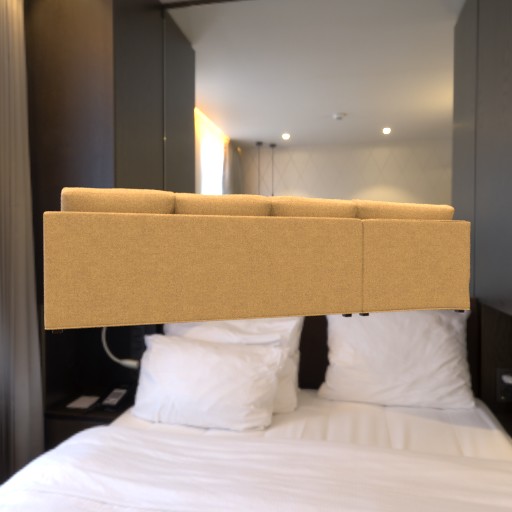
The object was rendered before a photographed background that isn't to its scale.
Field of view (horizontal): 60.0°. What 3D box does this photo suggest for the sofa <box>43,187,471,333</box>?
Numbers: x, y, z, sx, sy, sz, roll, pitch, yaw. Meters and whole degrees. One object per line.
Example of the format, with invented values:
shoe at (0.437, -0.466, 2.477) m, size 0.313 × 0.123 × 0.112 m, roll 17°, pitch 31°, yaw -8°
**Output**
sofa at (0.000, 0.000, 3.874) m, size 3.198 × 0.920 × 1.638 m, roll 0°, pitch 1°, yaw -18°
